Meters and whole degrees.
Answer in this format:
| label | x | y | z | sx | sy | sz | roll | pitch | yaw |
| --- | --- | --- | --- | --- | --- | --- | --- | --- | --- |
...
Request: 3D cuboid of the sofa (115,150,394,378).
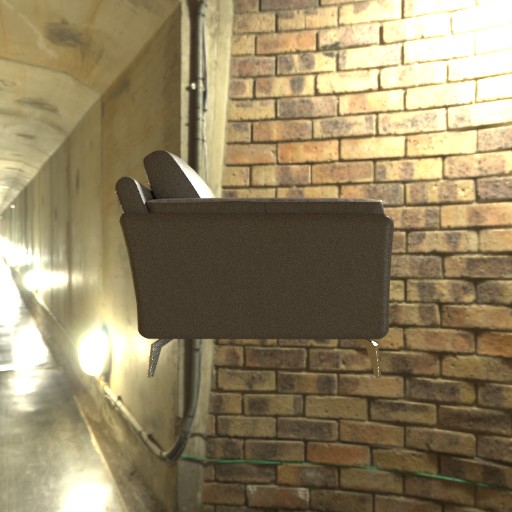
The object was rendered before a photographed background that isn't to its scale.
| label | x | y | z | sx | sy | sz | roll | pitch | yaw |
| --- | --- | --- | --- | --- | --- | --- | --- | --- | --- |
| sofa | 0.000 | 0.000 | 2.654 | 1.049 | 0.930 | 2.101 | 0 | -1 | 1 |
